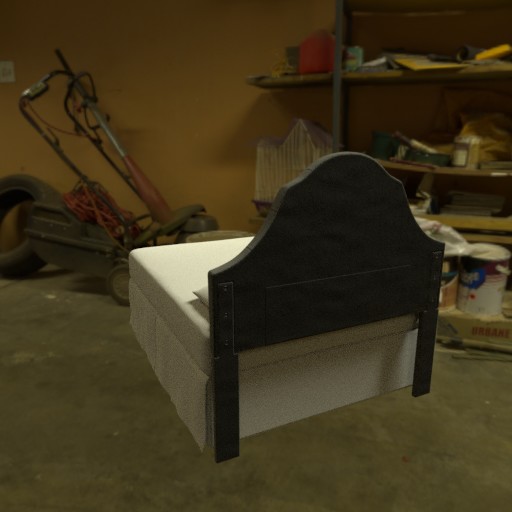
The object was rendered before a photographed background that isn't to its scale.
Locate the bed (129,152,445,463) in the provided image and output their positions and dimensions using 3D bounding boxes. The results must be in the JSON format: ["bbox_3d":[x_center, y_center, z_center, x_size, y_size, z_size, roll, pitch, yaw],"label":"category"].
[{"bbox_3d":[0.000,0.000,3.373,1.636,1.575,2.155,-7,16,-26],"label":"bed"}]
